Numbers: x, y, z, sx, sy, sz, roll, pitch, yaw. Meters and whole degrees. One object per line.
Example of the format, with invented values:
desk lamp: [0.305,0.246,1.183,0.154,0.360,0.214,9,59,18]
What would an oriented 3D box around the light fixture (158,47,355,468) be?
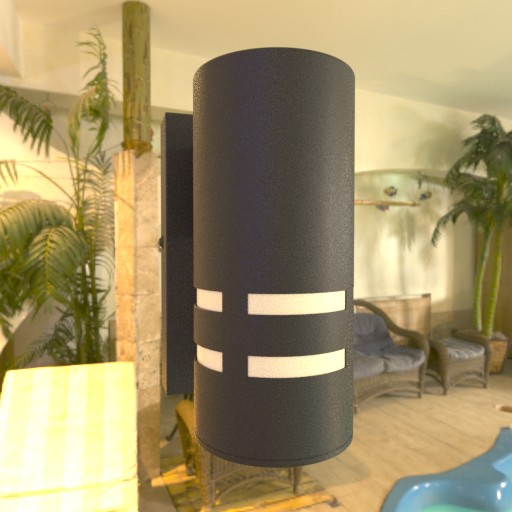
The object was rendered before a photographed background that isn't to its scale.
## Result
light fixture: [0.000,0.000,0.254,0.098,0.179,0.138,0,1,-18]
